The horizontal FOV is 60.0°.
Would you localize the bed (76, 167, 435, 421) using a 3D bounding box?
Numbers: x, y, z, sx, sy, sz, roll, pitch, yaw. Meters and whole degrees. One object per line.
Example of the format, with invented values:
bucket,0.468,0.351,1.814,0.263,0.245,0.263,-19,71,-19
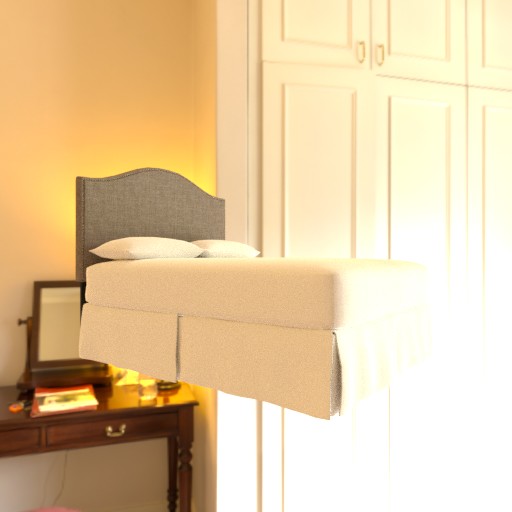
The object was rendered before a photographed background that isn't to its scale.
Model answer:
bed,0.000,0.000,3.257,2.153,1.518,1.713,0,0,36
